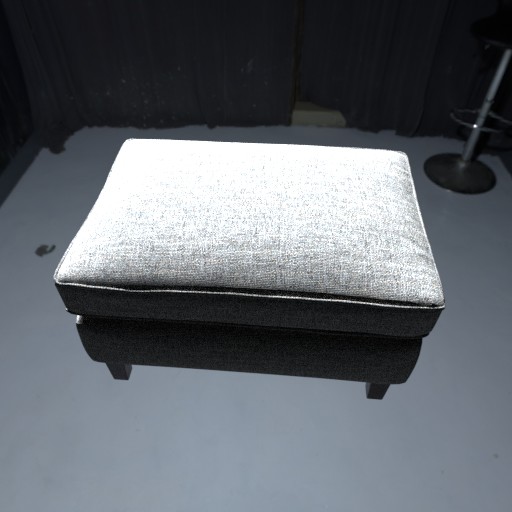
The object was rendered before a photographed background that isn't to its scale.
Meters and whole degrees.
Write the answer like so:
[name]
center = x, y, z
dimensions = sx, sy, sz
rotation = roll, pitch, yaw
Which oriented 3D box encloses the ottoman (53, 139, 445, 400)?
[ottoman]
center = 0.000, 0.000, 0.999
dimensions = 0.686, 0.406, 0.508
rotation = 3, 46, 3
